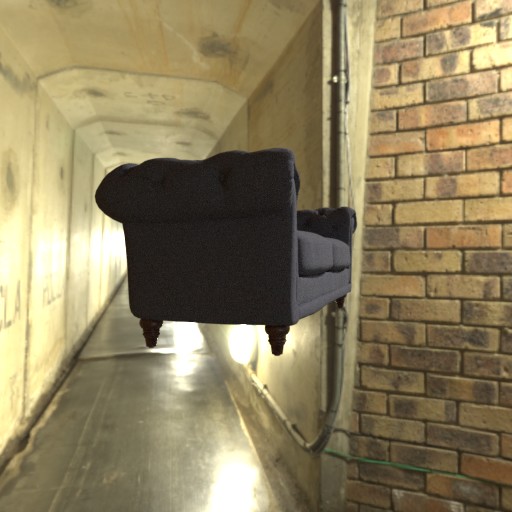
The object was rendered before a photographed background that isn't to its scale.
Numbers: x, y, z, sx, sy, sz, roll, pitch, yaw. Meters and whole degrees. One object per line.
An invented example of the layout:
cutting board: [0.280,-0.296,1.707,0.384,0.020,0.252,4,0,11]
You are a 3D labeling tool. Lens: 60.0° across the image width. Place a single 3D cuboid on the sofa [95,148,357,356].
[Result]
sofa: [0.000,0.000,2.840,1.046,0.836,2.335,0,0,19]
